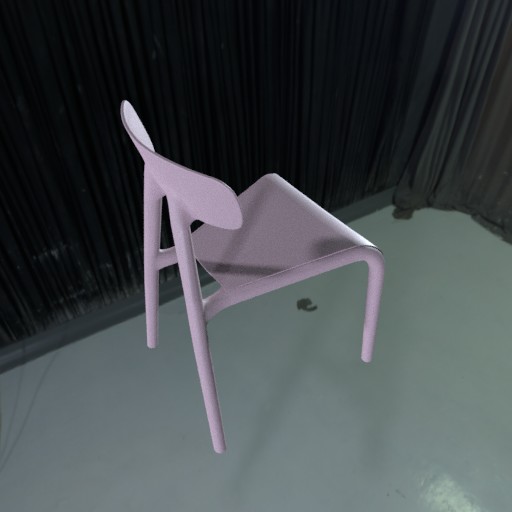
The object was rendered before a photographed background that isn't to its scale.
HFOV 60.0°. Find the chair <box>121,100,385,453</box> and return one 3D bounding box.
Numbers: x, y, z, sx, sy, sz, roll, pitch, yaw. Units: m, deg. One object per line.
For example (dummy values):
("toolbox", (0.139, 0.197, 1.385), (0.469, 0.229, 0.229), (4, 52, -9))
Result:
("chair", (0.000, 0.000, 0.825), (0.401, 0.580, 0.356), (-26, 48, -25))
